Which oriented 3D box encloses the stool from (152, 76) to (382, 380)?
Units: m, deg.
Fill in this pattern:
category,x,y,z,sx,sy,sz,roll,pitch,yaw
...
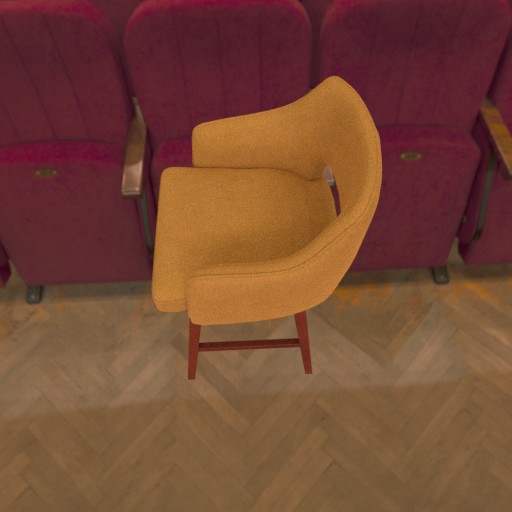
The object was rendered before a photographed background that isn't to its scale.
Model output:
category,x,y,z,sx,sy,sz,roll,pitch,yaw
stool,0.000,0.000,1.392,0.558,1.012,0.548,-2,59,-1
